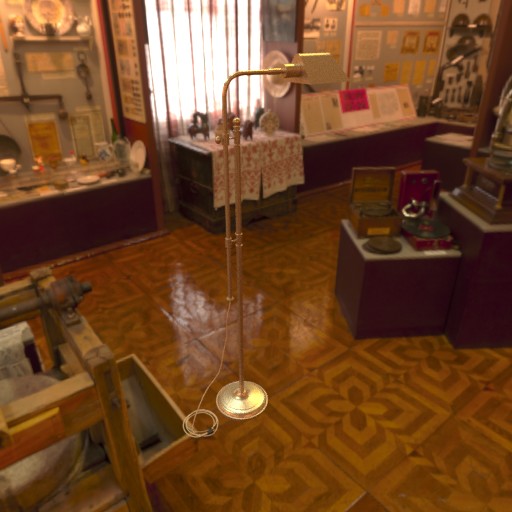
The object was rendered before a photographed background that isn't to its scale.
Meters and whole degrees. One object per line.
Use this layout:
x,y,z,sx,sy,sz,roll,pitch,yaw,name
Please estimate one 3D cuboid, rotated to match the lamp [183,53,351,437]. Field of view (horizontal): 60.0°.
0.000,0.000,1.903,0.813,1.571,0.256,-18,32,-32,lamp
